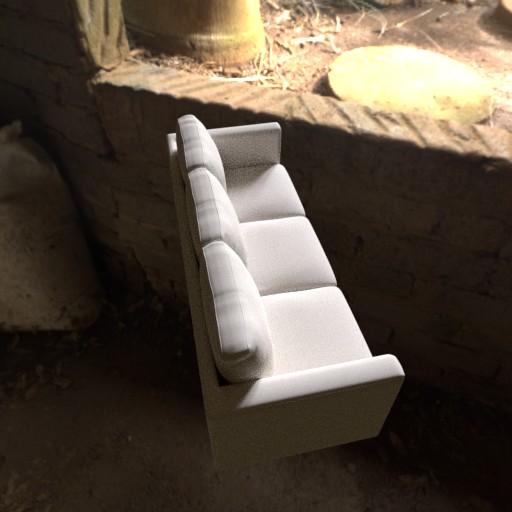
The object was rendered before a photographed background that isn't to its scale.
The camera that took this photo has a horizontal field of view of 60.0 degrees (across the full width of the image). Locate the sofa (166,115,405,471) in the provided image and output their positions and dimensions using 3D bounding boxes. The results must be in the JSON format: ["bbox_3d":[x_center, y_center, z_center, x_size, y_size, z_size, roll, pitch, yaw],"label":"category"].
[{"bbox_3d":[0.000,0.000,2.510,0.802,0.912,2.029,-9,46,-9],"label":"sofa"}]
